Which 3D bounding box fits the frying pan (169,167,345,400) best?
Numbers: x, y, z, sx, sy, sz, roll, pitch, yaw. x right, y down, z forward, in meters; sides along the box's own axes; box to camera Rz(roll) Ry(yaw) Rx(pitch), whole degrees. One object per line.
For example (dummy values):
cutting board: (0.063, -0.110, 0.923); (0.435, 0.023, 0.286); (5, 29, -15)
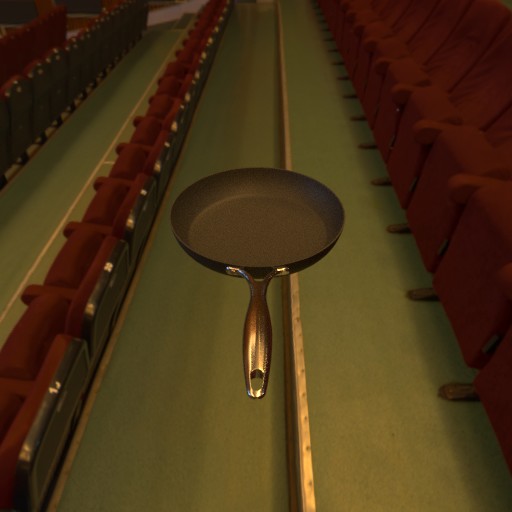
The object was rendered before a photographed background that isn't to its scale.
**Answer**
frying pan: (0.000, 0.000, 0.565); (0.255, 0.105, 0.472); (1, 40, 1)
